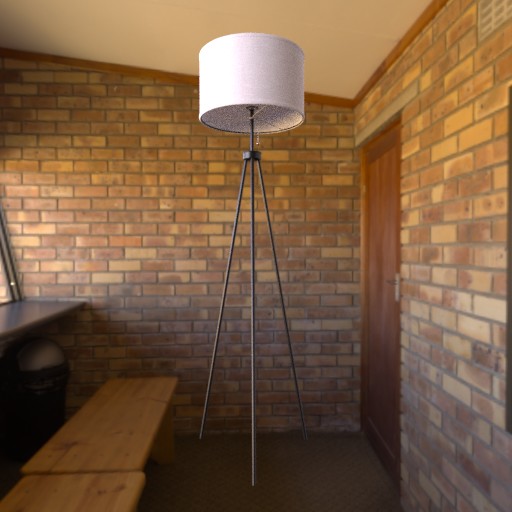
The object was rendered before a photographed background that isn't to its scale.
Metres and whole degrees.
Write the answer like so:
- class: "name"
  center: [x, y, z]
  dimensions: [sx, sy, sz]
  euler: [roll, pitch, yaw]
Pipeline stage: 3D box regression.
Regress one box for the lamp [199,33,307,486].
- class: "lamp"
  center: [0.000, 0.000, 1.759]
  dimensions: [0.458, 1.545, 0.448]
  euler: [-1, 1, -35]
